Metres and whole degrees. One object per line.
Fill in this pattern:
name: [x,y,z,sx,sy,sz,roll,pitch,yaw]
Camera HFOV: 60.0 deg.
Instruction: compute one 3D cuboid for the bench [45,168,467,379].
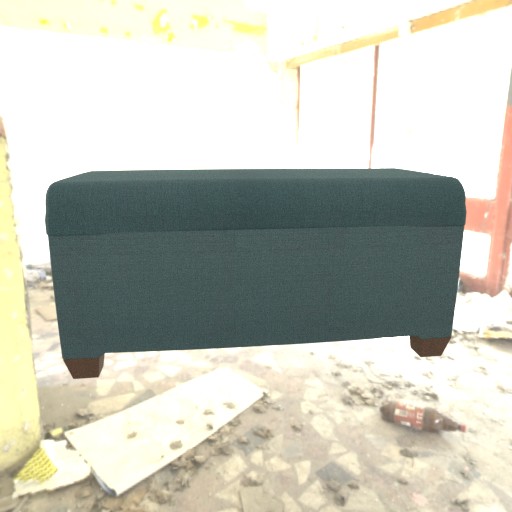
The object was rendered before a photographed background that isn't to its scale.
bench: [0.000,0.000,1.249,0.995,0.474,0.476,-2,14,-7]
